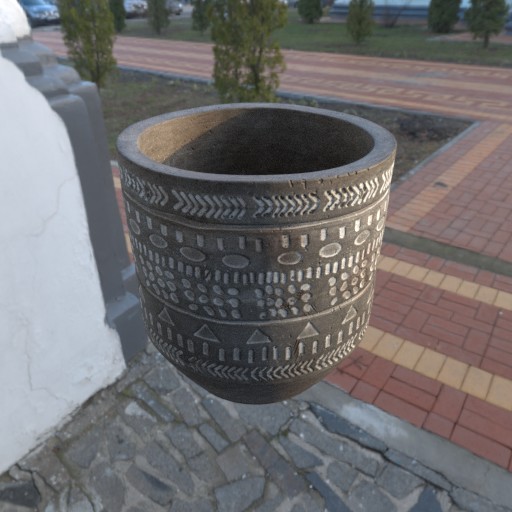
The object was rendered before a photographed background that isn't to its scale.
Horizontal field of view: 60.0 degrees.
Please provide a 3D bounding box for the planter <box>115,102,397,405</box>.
[{"bbox_3d":[0.000,0.000,0.228,0.122,0.128,0.122,0,31,0],"label":"planter"}]
